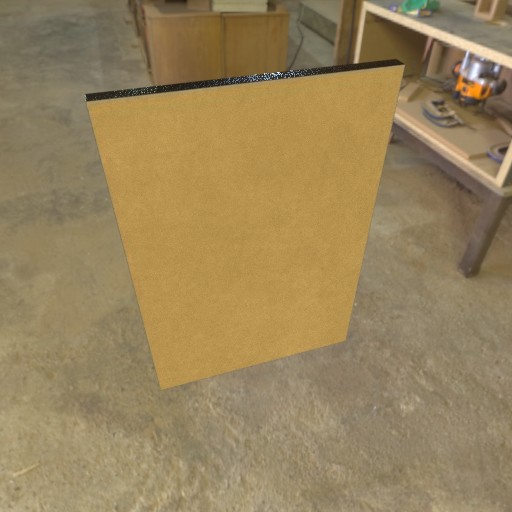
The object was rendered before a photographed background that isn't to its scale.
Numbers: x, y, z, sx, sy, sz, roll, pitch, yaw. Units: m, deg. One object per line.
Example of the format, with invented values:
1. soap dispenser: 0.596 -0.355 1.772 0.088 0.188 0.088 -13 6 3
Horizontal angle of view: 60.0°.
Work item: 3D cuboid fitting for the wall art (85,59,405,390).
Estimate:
1. wall art: 0.000 0.000 0.575 0.314 0.455 0.019 -12 43 -13
